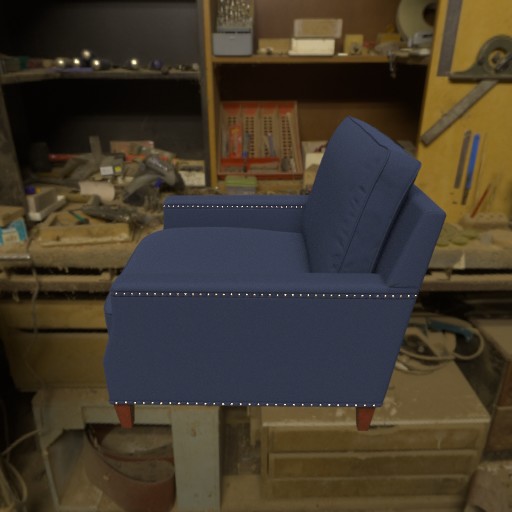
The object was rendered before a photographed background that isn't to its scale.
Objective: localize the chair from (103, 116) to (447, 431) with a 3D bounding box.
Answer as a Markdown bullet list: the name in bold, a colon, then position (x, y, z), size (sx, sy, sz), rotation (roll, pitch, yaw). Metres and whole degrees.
- **chair**: position (0.000, 0.000, 1.681), size (1.014, 0.943, 0.853), rotation (0, 26, 1)
